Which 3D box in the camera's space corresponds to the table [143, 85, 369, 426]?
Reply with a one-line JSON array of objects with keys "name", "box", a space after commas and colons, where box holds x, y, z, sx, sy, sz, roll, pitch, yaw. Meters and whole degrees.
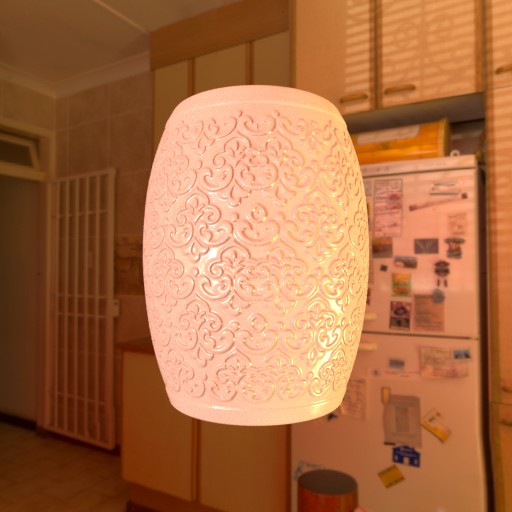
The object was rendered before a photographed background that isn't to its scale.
[{"name": "table", "box": [0.000, 0.000, 0.625, 0.309, 0.397, 0.309, 0, -2, 0]}]
